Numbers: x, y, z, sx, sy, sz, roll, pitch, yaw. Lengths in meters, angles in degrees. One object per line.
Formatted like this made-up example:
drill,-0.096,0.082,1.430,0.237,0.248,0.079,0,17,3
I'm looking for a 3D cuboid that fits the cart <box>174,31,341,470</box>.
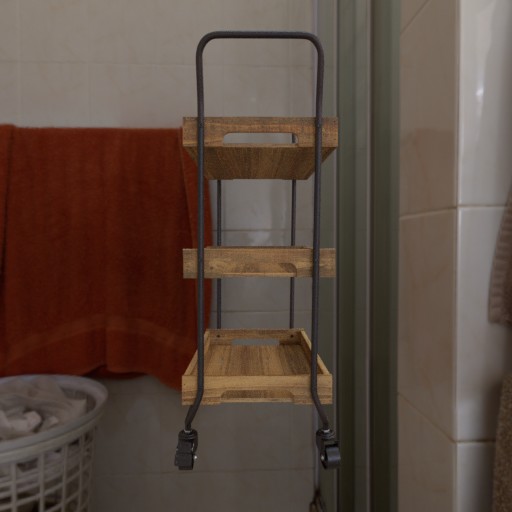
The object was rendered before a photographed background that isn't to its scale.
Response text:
cart,0.000,0.000,1.125,0.339,0.857,0.583,0,2,-1
